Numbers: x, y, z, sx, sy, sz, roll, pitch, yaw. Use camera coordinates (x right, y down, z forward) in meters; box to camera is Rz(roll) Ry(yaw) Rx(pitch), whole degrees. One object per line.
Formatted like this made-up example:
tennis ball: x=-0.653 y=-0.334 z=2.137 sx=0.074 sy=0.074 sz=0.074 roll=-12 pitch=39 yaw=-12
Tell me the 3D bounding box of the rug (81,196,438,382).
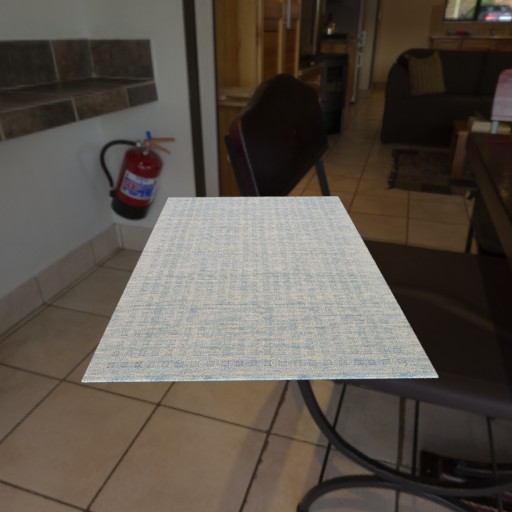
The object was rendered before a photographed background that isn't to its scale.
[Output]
rug: x=0.000 y=0.000 z=2.199 sx=1.142 sy=0.006 sz=1.752 roll=0 pitch=27 yaw=-1
